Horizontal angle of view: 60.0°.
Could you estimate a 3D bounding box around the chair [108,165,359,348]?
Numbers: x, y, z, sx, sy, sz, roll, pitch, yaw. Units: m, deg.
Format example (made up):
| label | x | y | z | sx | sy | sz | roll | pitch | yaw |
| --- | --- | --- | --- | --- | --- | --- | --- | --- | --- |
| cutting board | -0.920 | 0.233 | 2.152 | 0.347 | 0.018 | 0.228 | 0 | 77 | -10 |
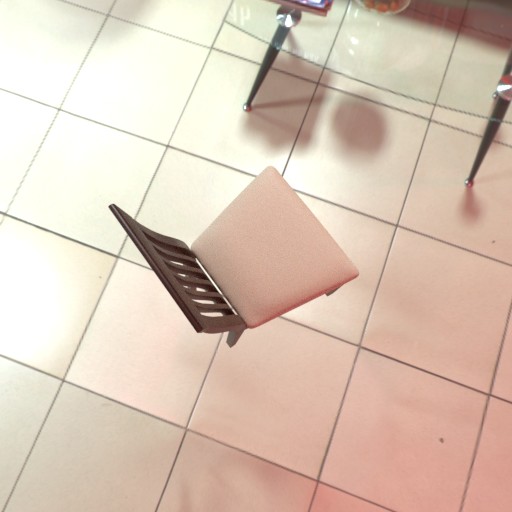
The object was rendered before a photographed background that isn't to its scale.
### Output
| label | x | y | z | sx | sy | sz | roll | pitch | yaw |
| --- | --- | --- | --- | --- | --- | --- | --- | --- | --- |
| chair | 0.000 | 0.000 | 1.326 | 0.474 | 1.027 | 0.460 | -36 | 80 | -8 |
